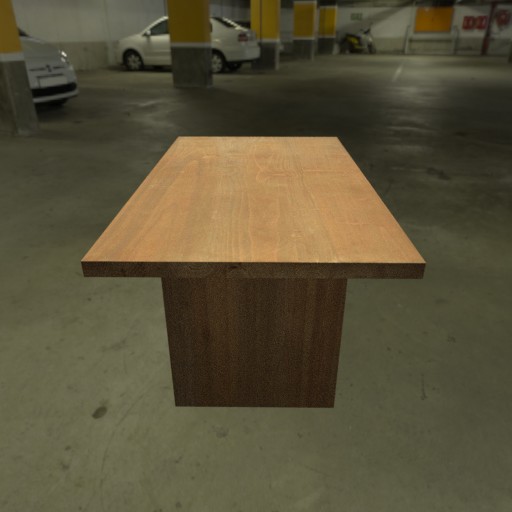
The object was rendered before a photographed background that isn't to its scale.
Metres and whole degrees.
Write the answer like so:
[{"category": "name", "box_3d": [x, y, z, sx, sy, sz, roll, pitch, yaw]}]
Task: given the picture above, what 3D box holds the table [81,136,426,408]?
[{"category": "table", "box_3d": [0.000, 0.000, 2.106, 0.946, 0.780, 1.609, 0, 27, 1]}]
